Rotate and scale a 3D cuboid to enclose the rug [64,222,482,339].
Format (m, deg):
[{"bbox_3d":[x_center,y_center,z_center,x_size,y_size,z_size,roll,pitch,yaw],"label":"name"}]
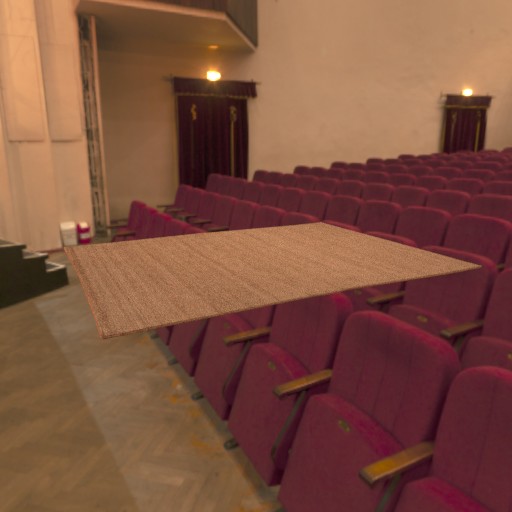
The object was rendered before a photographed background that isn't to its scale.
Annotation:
[{"bbox_3d":[0.000,0.000,4.960,3.778,0.053,2.873,-7,16,-26],"label":"rug"}]
